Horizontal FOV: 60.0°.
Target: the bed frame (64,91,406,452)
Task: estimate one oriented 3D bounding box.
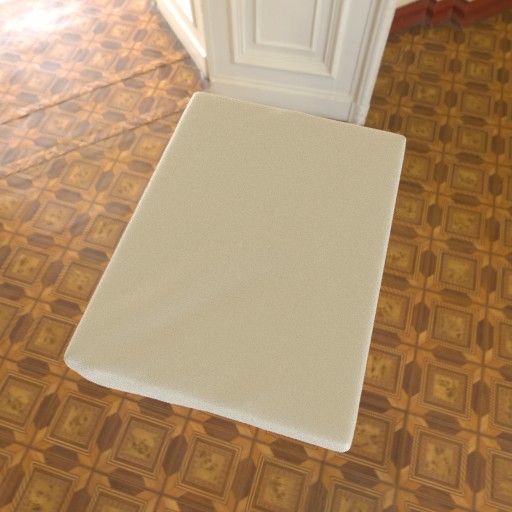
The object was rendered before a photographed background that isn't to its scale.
[{"bbox_3d":[0.000,0.000,2.946,1.584,0.667,2.151,15,64,7],"label":"bed frame"}]
